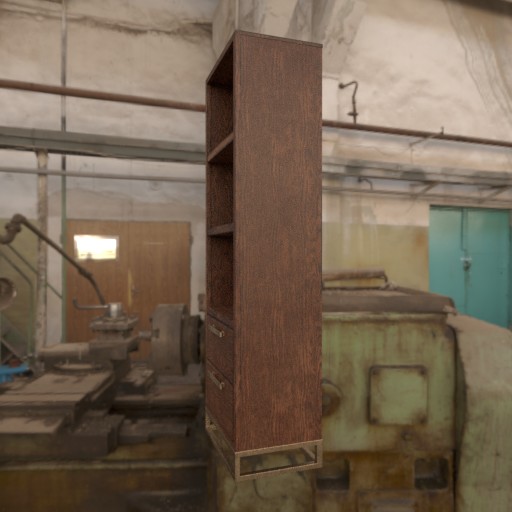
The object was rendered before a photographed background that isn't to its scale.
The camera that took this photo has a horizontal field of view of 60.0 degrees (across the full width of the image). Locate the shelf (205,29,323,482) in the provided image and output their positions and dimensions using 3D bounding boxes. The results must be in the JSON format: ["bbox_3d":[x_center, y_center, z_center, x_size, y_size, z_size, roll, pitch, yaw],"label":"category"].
[{"bbox_3d":[0.000,0.000,2.004,0.395,1.732,0.539,0,0,-19],"label":"shelf"}]
